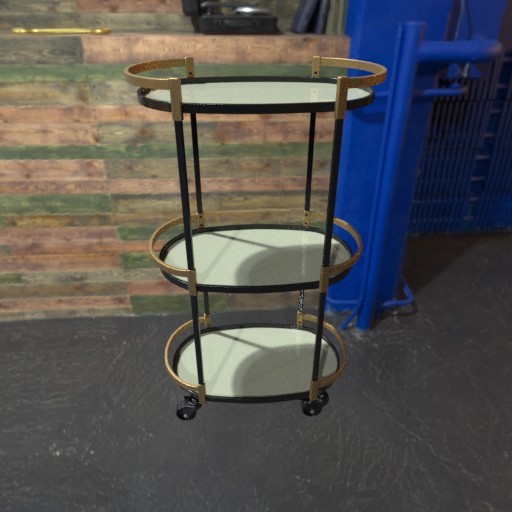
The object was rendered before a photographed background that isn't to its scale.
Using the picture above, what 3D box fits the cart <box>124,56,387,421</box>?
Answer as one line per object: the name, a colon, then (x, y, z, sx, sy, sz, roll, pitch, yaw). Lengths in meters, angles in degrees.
cart: (0.000, 0.000, 1.112, 0.515, 0.885, 0.311, -1, 31, -2)
